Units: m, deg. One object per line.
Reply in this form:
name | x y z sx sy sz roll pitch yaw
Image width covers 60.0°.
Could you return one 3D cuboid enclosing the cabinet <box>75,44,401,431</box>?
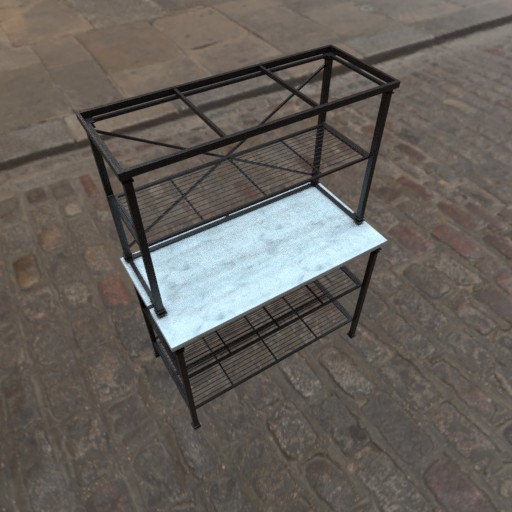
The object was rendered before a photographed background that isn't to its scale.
cabinet | 0.000 0.000 2.264 1.210 1.659 0.610 -24 51 -21
